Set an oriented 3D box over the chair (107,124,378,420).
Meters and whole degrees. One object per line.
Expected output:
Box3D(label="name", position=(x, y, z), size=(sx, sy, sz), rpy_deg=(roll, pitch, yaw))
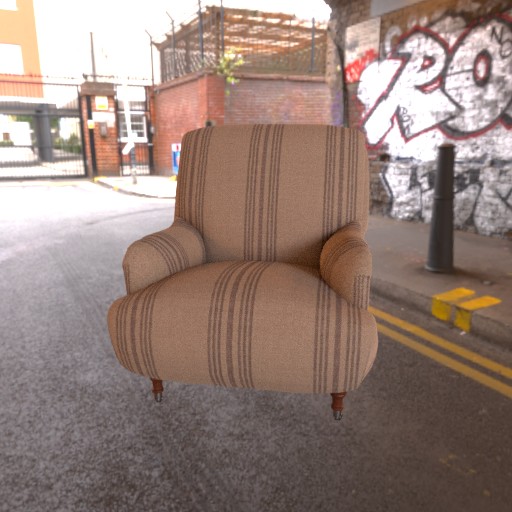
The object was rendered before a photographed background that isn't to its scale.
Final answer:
Box3D(label="chair", position=(0.000, 0.000, 1.593), size=(0.813, 0.940, 0.914), rpy_deg=(2, 14, 9))
